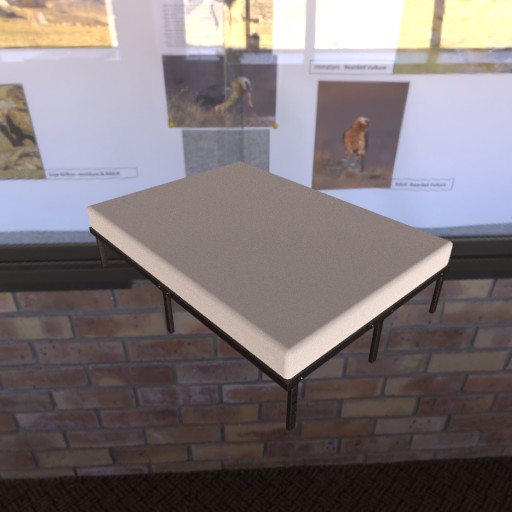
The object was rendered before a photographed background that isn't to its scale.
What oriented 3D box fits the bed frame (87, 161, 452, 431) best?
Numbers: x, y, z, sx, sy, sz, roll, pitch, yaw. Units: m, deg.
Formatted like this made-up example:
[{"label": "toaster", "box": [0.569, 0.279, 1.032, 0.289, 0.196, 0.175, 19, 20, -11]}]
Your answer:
[{"label": "bed frame", "box": [0.000, 0.000, 3.964, 2.205, 0.680, 2.842, -20, 36, -29]}]
